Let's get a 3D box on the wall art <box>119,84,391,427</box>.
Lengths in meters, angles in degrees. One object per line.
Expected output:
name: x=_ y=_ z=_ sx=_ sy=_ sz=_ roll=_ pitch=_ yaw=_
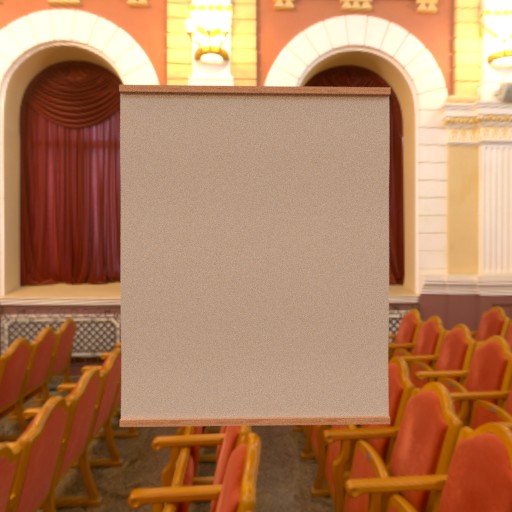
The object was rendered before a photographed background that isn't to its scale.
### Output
wall art: x=0.000 y=0.000 z=0.670 sx=0.406 sy=0.508 sz=0.013 roll=0 pitch=0 yaw=-2
